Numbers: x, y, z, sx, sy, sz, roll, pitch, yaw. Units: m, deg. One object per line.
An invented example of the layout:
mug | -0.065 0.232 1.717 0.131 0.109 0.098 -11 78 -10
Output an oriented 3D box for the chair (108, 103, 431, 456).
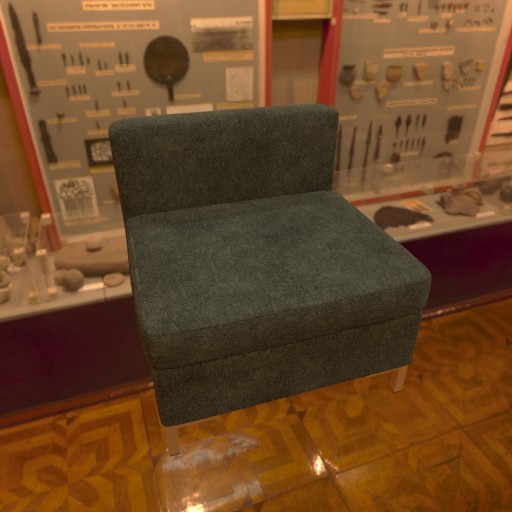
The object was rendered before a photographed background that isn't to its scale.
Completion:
chair | 0.000 0.000 1.227 0.680 0.660 0.680 -10 33 -15
